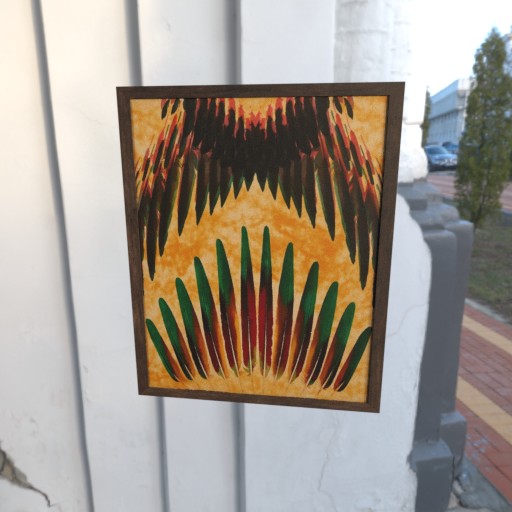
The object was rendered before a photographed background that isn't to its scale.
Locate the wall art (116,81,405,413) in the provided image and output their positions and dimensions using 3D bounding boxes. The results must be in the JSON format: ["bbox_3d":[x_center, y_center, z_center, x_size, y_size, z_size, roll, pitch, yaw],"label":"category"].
[{"bbox_3d":[0.000,0.000,0.562,0.329,0.406,0.027,2,14,7],"label":"wall art"}]
